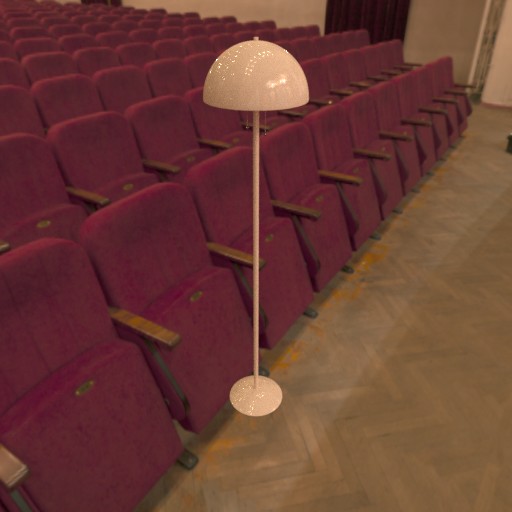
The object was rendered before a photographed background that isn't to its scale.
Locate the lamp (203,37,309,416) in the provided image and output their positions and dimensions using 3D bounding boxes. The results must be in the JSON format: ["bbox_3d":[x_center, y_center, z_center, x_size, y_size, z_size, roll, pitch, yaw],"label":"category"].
[{"bbox_3d":[0.000,0.000,1.667,0.328,1.480,0.328,18,35,28],"label":"lamp"}]
